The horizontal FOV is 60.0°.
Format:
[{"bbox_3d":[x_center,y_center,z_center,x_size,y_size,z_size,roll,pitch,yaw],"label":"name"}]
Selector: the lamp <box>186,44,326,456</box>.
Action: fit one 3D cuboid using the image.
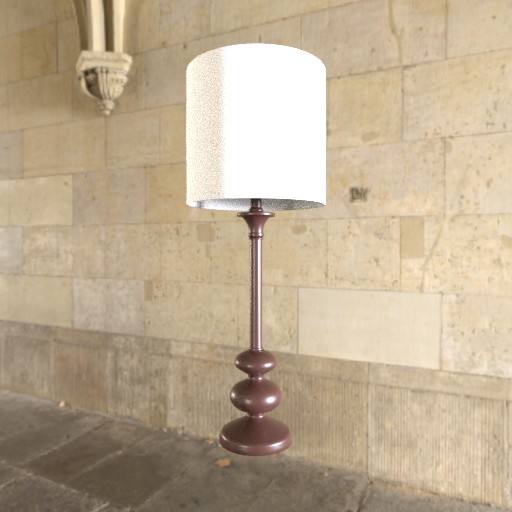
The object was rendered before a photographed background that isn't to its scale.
[{"bbox_3d":[0.000,0.000,0.823,0.254,0.690,0.254,0,1,-17],"label":"lamp"}]
